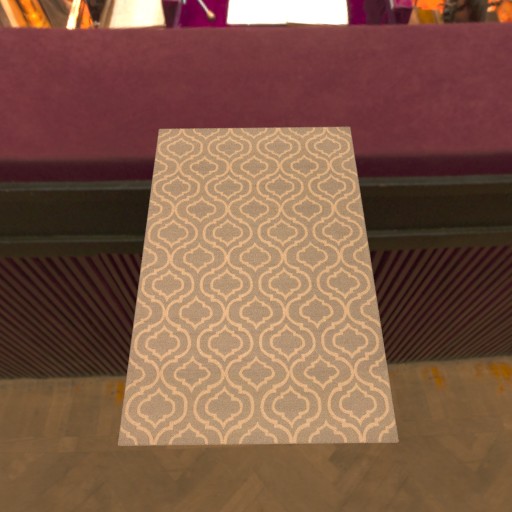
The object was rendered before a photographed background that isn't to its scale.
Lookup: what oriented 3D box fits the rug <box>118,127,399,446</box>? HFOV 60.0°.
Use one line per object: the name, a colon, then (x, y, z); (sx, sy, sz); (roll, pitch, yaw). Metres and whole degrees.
rug: (0.000, 0.000, 2.224); (1.141, 0.015, 1.749); (-1, 61, 0)
